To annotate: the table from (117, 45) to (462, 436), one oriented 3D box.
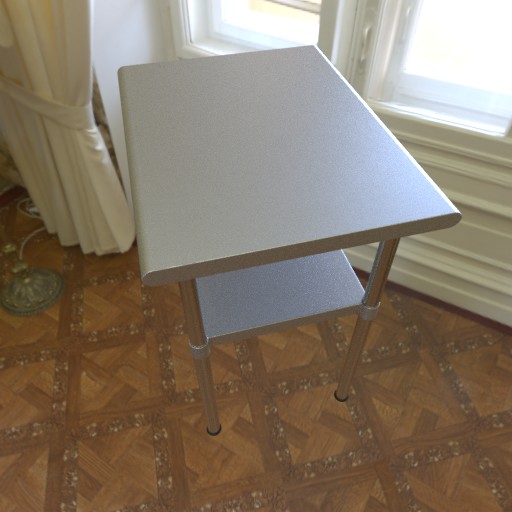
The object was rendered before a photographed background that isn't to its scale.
[{"bbox_3d":[0.000,0.000,1.324,0.584,0.876,0.762,-11,48,-10],"label":"table"}]
